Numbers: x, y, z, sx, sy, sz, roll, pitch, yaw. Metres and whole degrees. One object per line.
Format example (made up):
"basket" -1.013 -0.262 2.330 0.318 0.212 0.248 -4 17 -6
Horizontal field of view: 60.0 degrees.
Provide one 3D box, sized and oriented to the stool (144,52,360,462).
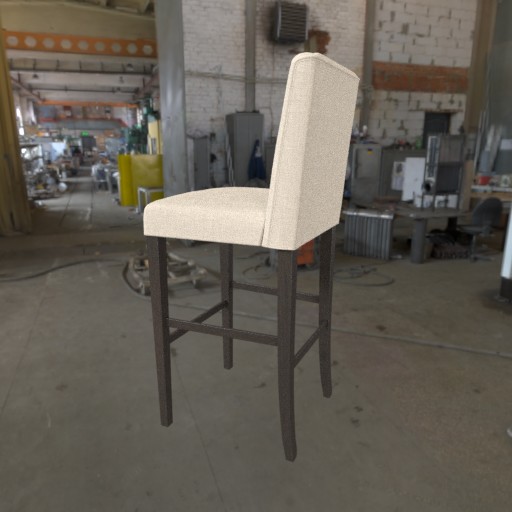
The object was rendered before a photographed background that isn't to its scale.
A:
"stool" 0.000 0.000 1.422 0.509 1.116 0.474 7 16 25
